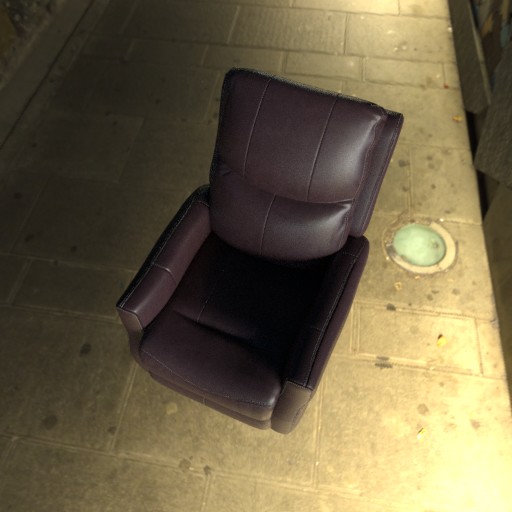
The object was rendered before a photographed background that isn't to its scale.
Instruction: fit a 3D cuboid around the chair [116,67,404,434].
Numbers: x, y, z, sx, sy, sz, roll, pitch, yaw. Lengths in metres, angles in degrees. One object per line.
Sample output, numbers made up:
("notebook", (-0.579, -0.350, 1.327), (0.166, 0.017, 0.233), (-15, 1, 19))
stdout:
("chair", (0.000, 0.000, 1.759), (0.829, 1.030, 1.080), (20, 61, 12))
